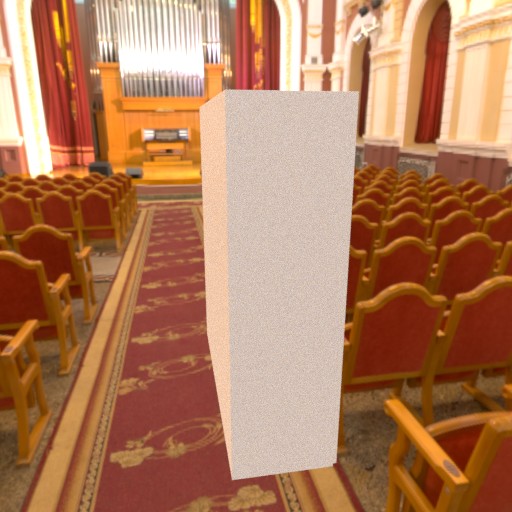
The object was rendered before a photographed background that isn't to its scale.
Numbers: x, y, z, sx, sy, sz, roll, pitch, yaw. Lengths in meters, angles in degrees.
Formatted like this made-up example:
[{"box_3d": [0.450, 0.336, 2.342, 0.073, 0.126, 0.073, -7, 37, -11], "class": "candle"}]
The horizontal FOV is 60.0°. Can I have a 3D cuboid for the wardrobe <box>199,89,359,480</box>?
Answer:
[{"box_3d": [0.000, 0.000, 3.070, 0.600, 2.020, 1.830, -3, 17, -10], "class": "wardrobe"}]
